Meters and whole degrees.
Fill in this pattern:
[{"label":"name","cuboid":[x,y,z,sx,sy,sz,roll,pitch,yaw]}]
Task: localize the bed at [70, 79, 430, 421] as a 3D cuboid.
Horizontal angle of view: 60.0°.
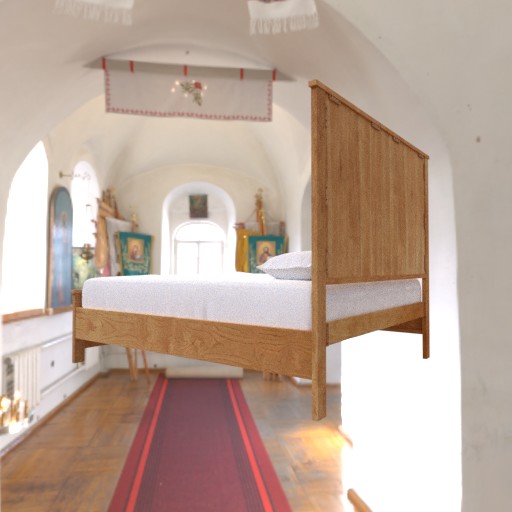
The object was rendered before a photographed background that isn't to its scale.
[{"label":"bed","cuboid":[0.000,0.000,4.146,2.530,1.938,2.225,-1,-2,37]}]
